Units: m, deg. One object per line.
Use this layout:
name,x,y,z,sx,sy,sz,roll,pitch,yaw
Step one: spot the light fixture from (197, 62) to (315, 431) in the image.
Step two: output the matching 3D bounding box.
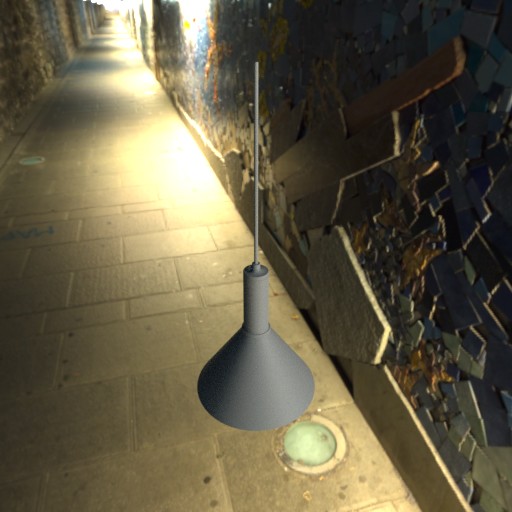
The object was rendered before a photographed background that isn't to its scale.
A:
light fixture,0.000,0.000,0.847,0.267,0.683,0.267,0,30,0
